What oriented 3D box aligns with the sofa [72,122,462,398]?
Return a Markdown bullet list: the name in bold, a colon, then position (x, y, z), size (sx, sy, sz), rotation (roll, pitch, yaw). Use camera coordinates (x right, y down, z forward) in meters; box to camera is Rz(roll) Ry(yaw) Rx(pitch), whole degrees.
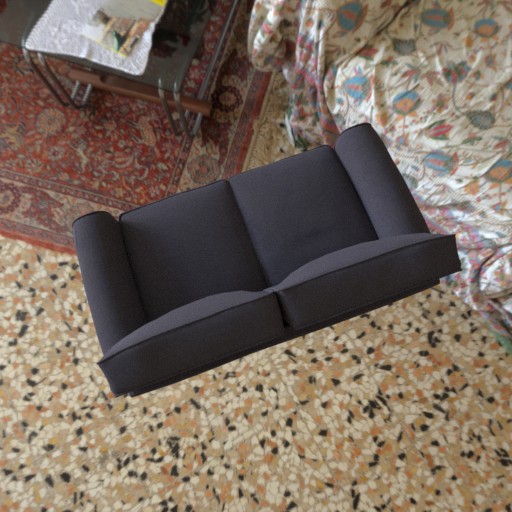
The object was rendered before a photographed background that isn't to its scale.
- **sofa**: position (0.000, 0.000, 2.436), size (1.801, 1.059, 0.997), rotation (-19, 77, -5)
